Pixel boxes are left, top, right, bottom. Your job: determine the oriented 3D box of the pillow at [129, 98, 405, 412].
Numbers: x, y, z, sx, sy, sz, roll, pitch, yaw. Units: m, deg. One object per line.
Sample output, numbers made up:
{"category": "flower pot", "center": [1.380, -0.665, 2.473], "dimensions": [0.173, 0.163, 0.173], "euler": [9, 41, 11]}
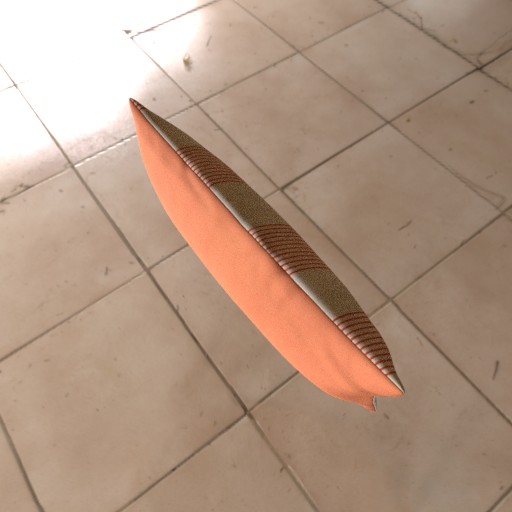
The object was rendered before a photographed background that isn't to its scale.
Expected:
{"category": "pillow", "center": [0.000, 0.000, 0.743], "dimensions": [0.156, 0.292, 0.608], "euler": [-34, 66, -18]}
